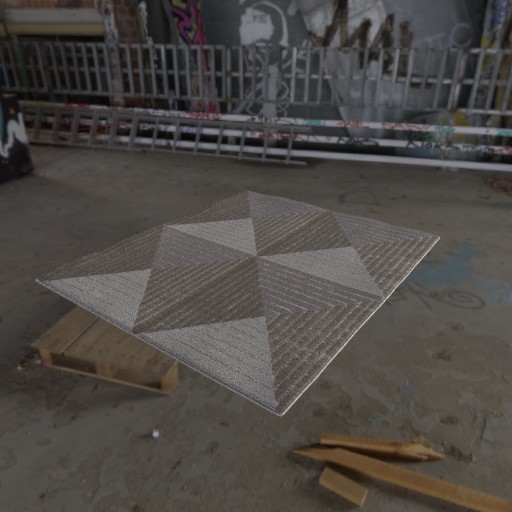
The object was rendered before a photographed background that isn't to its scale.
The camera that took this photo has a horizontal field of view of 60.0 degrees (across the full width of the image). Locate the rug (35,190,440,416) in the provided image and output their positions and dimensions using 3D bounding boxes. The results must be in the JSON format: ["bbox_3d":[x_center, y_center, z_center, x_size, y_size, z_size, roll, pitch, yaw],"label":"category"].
[{"bbox_3d":[0.000,0.000,0.898,0.551,0.008,0.642,19,32,32],"label":"rug"}]
